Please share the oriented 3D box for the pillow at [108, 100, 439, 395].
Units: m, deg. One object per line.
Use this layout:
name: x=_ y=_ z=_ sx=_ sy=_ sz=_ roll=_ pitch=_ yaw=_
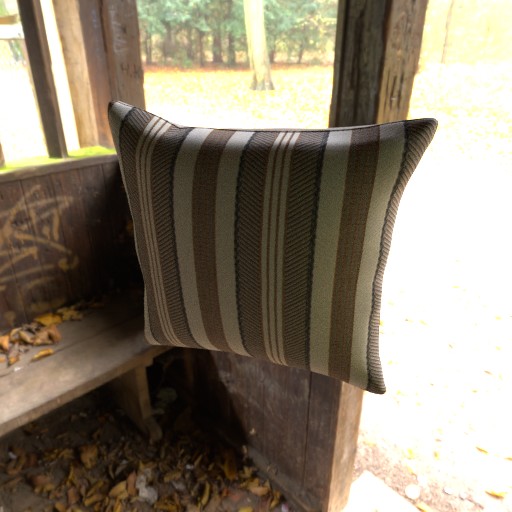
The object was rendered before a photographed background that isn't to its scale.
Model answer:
pillow: x=0.000 y=0.000 z=0.625 sx=0.416 sy=0.401 sz=0.173 roll=8 pitch=28 yaw=16
